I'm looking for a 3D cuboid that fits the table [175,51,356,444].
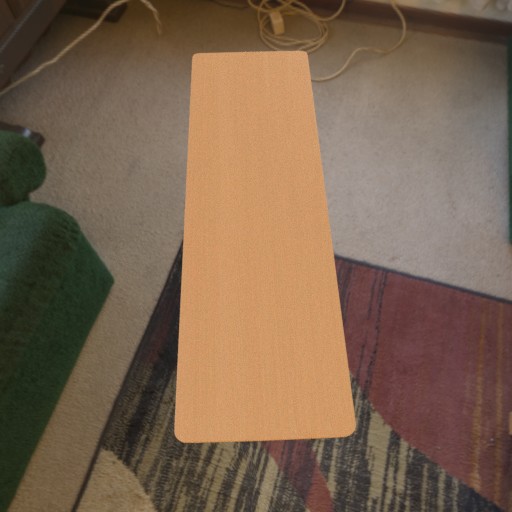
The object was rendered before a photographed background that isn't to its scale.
[{"bbox_3d":[0.000,0.000,1.729,0.446,0.750,1.397,-2,62,-1],"label":"table"}]
